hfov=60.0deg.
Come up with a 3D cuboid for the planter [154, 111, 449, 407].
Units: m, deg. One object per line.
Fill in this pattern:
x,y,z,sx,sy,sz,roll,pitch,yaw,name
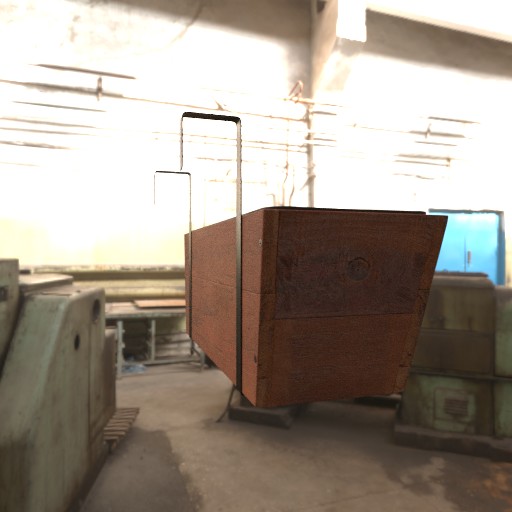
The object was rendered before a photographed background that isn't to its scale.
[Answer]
0.000,0.000,0.641,0.262,0.289,0.480,0,0,-18,planter
